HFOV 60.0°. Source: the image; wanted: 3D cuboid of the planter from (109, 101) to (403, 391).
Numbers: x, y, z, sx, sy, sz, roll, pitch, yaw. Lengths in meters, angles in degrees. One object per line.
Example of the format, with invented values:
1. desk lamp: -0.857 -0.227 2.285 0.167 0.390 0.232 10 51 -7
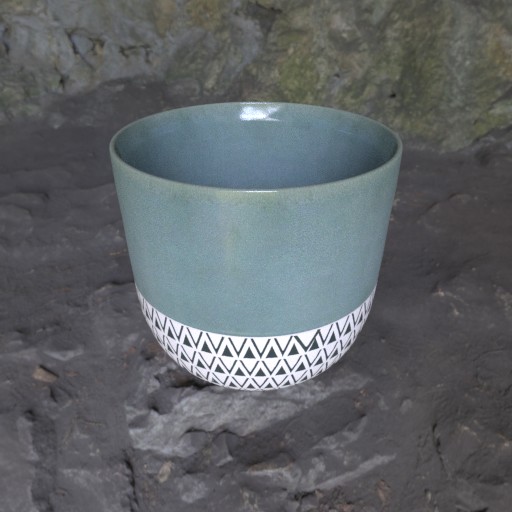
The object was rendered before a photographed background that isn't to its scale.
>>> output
1. planter: 0.000 0.000 0.487 0.266 0.270 0.266 0 32 0
